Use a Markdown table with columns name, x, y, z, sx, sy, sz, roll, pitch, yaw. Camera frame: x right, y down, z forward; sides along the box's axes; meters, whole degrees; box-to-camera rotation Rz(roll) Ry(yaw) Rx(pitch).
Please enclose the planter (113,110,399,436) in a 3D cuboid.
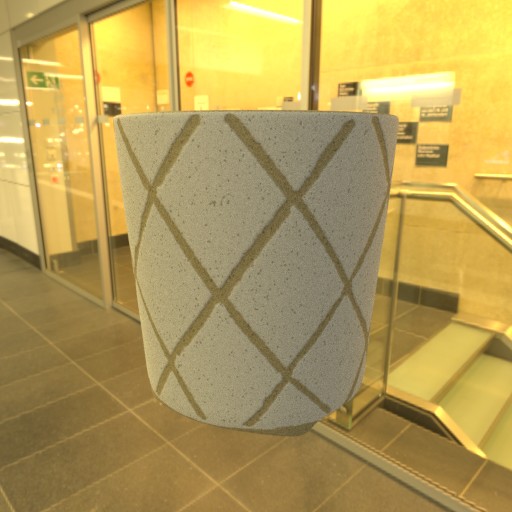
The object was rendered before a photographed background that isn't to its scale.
| name | x | y | z | sx | sy | sz | roll | pitch | yaw |
| --- | --- | --- | --- | --- | --- | --- | --- | --- | --- |
| planter | 0.000 | 0.000 | 0.335 | 0.191 | 0.199 | 0.191 | 0 | 15 | 0 |
